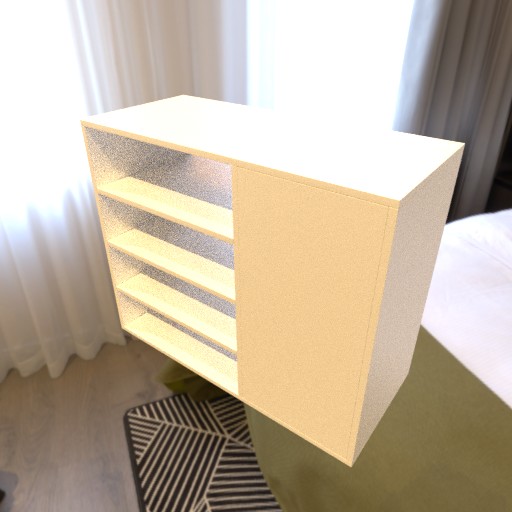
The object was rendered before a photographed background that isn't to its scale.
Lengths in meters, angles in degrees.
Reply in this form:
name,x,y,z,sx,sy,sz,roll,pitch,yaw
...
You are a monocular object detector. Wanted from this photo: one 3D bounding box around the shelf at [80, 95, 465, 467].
name,x,y,z,sx,sy,sz,roll,pitch,yaw
shelf,0.000,0.000,1.293,0.895,0.732,0.396,21,37,31
